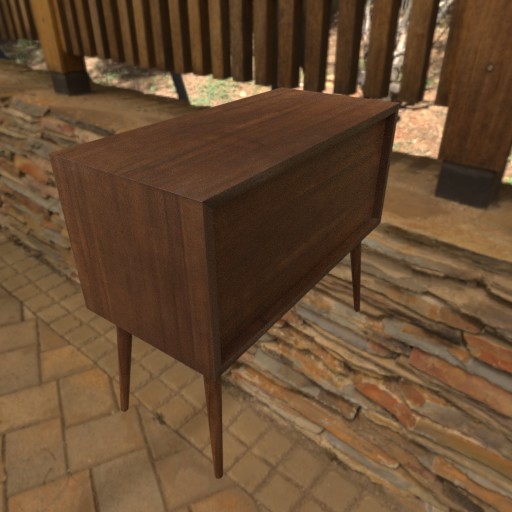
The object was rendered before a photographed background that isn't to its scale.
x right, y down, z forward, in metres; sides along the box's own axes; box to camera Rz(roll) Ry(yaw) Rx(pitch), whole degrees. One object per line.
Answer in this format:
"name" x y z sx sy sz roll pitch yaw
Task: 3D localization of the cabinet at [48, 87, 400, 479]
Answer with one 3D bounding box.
"cabinet" 0.000 0.000 1.105 0.354 0.654 0.743 20 36 30
